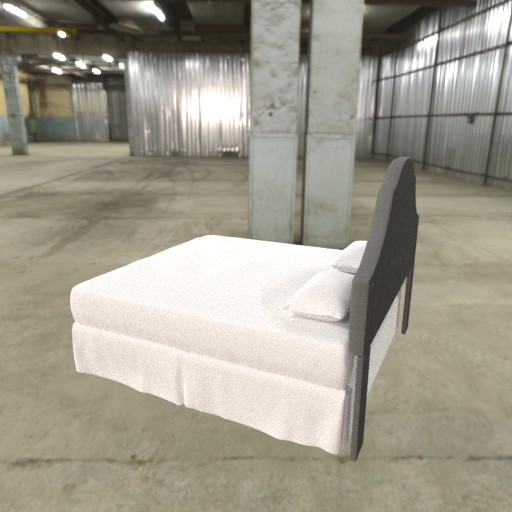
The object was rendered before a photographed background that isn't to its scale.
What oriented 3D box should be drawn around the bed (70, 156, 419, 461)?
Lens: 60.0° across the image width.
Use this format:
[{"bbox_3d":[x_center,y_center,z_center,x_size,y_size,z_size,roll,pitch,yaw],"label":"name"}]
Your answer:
[{"bbox_3d":[0.000,0.000,3.565,2.214,1.615,2.008,8,18,25],"label":"bed"}]
